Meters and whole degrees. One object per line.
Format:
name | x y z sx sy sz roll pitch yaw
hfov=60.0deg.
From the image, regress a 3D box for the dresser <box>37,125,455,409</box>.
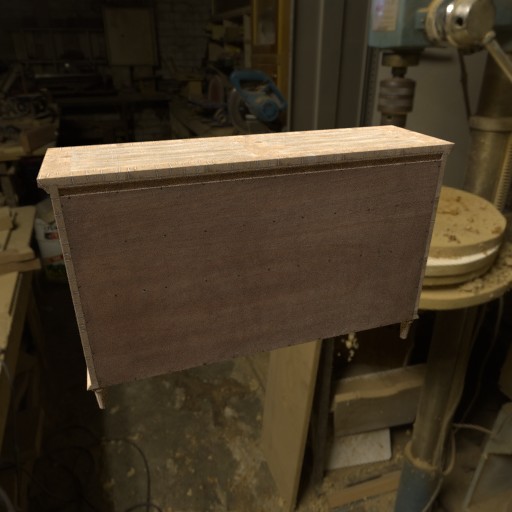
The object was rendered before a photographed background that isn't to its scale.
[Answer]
dresser | 0.000 0.000 2.060 1.626 1.016 0.457 -9 28 -17
